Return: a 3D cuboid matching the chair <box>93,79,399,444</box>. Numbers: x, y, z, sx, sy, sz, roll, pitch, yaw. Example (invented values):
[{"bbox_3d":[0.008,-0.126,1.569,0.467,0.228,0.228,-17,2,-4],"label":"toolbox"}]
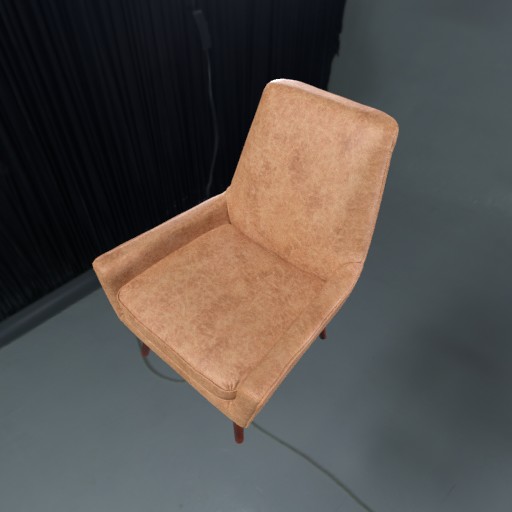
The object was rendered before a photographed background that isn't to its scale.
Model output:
[{"bbox_3d":[0.000,0.000,1.525,0.753,0.883,0.851,32,53,28],"label":"chair"}]
